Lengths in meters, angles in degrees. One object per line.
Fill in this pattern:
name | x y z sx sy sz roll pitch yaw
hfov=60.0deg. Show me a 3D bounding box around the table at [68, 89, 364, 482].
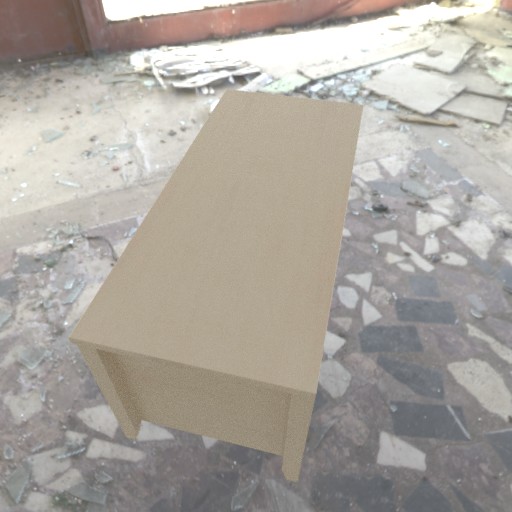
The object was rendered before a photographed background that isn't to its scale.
table | 0.000 0.000 1.288 0.457 0.483 1.016 10 47 10
